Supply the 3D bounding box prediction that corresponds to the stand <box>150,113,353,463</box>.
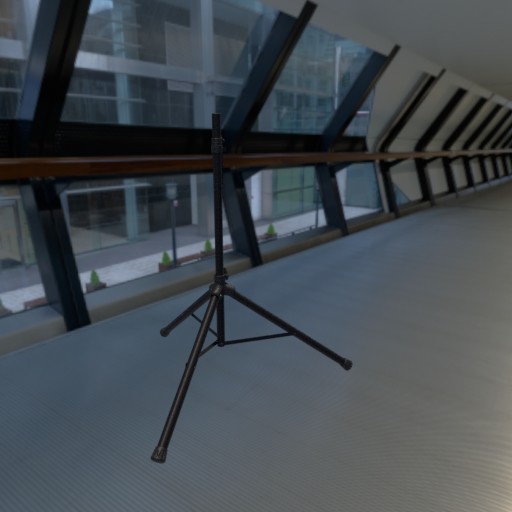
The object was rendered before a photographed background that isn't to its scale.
[{"bbox_3d":[0.000,0.000,1.859,0.907,1.136,1.045,-2,15,-8],"label":"stand"}]
